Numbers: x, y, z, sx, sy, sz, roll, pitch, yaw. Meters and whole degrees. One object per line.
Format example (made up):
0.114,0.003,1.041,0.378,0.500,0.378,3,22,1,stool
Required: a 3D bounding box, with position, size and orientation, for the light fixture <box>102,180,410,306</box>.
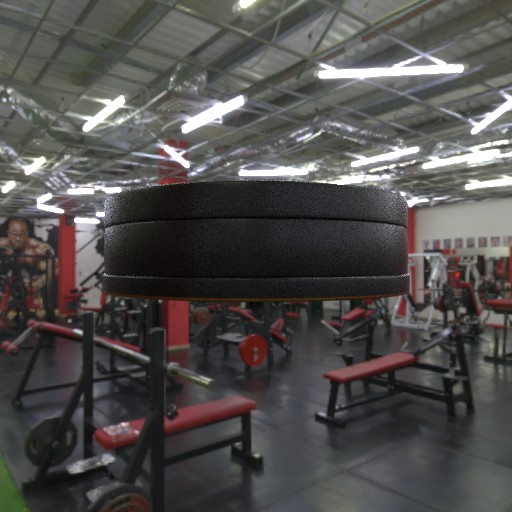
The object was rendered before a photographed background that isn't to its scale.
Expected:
0.000,0.000,0.432,0.283,0.097,0.283,0,-1,0,light fixture
